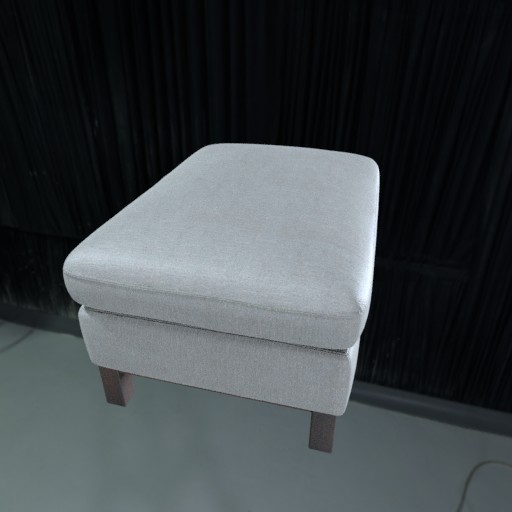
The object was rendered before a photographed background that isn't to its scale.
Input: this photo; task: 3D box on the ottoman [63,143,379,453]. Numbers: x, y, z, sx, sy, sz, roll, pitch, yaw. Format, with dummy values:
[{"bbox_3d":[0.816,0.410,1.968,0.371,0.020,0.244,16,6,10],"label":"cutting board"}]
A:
[{"bbox_3d":[0.000,0.000,1.051,0.528,0.404,0.735,8,31,13],"label":"ottoman"}]
